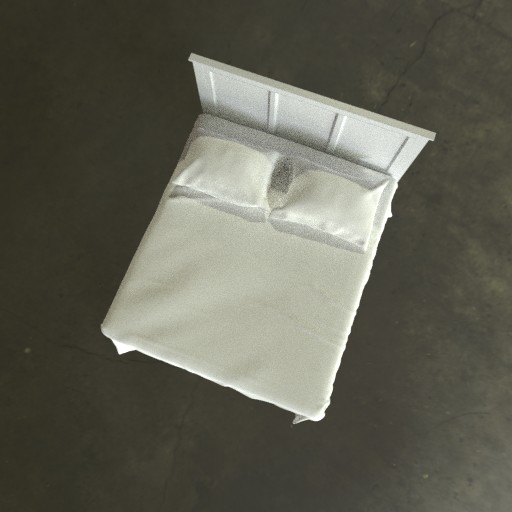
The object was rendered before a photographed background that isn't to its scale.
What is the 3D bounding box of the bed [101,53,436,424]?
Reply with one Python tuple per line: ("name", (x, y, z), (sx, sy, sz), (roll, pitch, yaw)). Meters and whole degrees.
("bed", (0.000, 0.000, 3.207), (1.876, 1.269, 2.047), (20, 76, 5))
